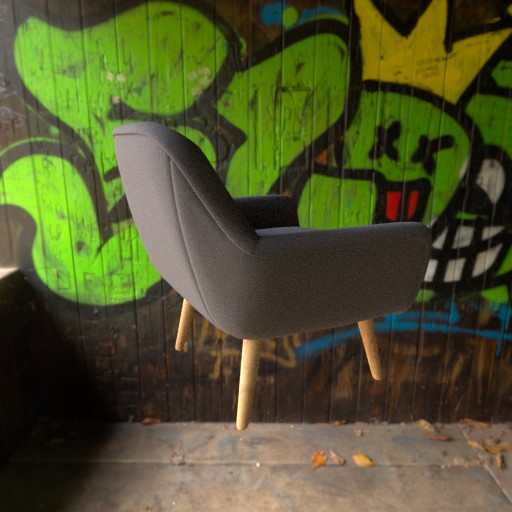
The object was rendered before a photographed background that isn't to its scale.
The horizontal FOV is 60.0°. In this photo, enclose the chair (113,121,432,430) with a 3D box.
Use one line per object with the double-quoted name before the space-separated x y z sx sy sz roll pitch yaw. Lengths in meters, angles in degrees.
"chair" 0.000 0.000 1.407 0.779 0.800 0.770 -8 17 -27
